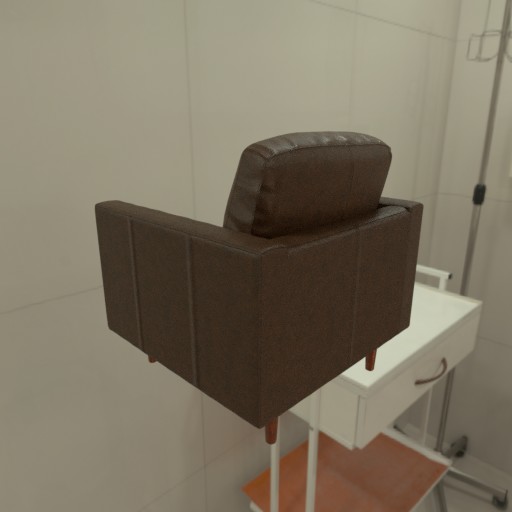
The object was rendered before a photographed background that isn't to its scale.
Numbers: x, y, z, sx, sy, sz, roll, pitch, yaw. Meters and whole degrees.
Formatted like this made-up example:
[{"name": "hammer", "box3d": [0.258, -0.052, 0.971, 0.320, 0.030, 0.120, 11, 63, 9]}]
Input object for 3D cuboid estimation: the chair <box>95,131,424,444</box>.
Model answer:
[{"name": "chair", "box3d": [0.000, 0.000, 1.737, 0.909, 0.956, 0.890, 17, 24, 42]}]
